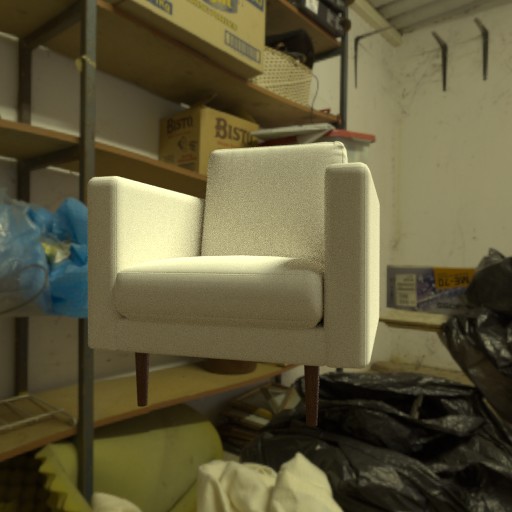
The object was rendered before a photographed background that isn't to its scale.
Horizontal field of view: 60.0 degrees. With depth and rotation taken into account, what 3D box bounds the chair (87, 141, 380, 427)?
[{"bbox_3d":[0.000,0.000,1.583,0.831,0.899,0.879,0,1,17],"label":"chair"}]
